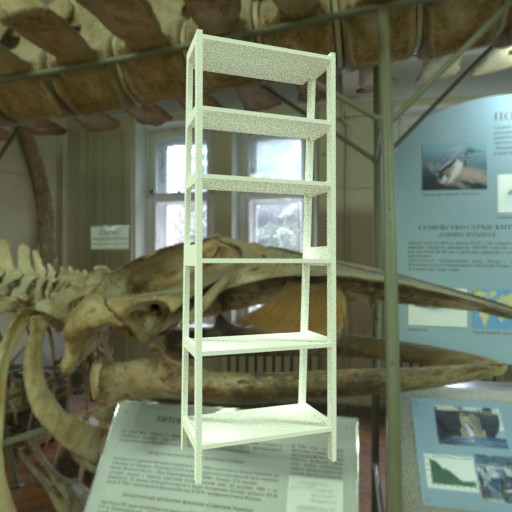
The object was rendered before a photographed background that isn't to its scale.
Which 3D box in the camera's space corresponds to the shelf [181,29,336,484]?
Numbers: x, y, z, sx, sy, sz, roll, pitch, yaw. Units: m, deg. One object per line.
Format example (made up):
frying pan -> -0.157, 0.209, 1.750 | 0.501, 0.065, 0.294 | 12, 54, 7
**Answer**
shelf -> 0.000, 0.000, 2.127 | 0.660, 1.892, 0.381 | 0, -1, -19
